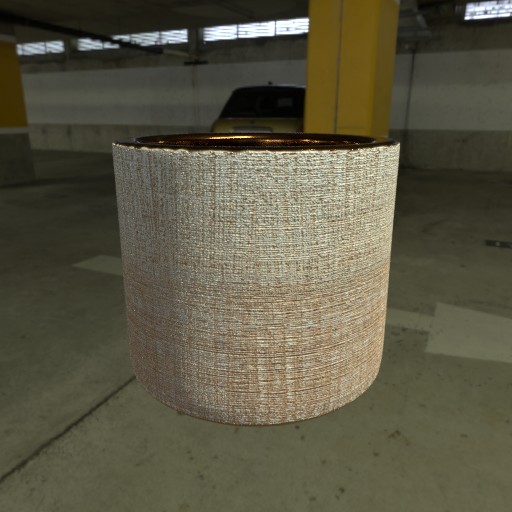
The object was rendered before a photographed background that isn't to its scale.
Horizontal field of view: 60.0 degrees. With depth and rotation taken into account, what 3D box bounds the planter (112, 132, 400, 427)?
[{"bbox_3d":[0.000,0.000,0.304,0.177,0.157,0.177,0,18,0],"label":"planter"}]
